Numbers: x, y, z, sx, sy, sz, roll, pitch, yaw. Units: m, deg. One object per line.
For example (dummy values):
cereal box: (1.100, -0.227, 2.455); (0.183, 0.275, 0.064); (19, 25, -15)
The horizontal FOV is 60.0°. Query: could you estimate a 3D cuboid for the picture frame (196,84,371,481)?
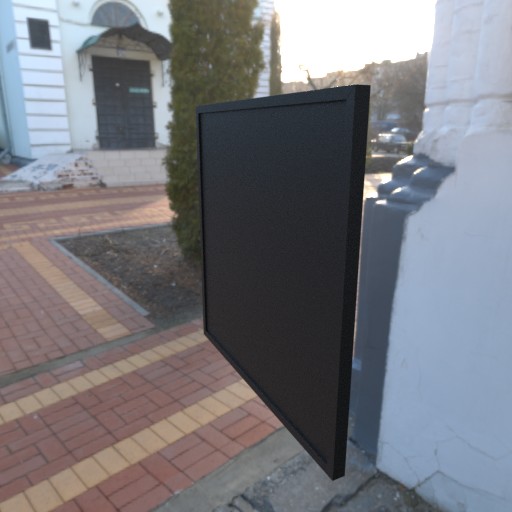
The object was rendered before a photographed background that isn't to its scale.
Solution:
picture frame: (0.000, 0.000, 1.157); (0.032, 0.775, 0.775); (-8, 18, -26)
